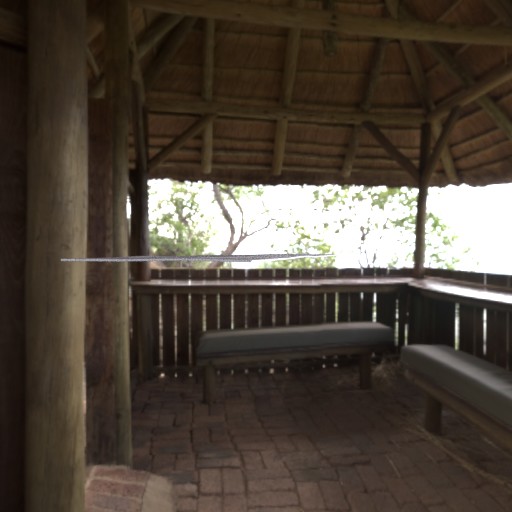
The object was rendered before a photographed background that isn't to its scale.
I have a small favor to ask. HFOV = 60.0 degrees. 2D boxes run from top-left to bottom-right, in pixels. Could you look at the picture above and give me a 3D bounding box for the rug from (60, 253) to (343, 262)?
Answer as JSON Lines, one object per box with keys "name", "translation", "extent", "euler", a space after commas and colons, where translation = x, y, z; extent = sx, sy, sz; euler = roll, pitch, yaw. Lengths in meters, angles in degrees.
{"name": "rug", "translation": [0.000, 0.000, 2.714], "extent": [0.762, 0.013, 2.439], "euler": [0, 1, 18]}
